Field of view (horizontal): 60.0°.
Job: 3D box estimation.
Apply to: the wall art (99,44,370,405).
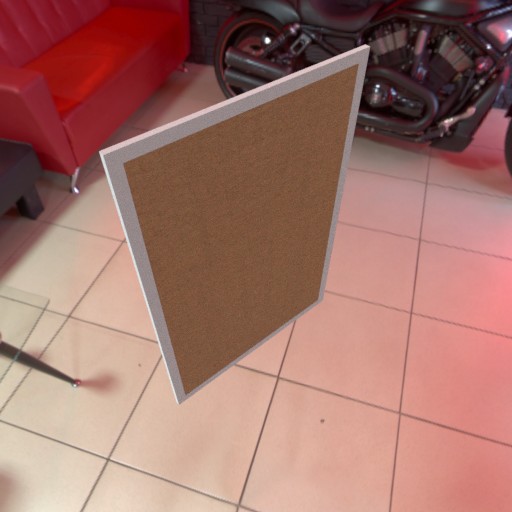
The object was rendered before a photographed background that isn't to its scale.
[{"bbox_3d":[0.000,0.000,1.227,0.660,0.965,0.015,-31,55,-25],"label":"wall art"}]
